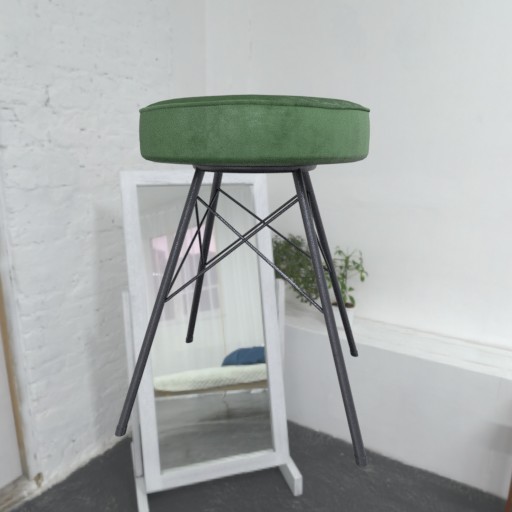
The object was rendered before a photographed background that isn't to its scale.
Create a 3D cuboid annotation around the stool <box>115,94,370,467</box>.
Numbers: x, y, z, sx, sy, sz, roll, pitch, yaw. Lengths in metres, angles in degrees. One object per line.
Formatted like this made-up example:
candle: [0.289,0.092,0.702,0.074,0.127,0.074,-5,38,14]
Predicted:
stool: [0.000,0.000,0.906,0.457,0.595,0.430,3,15,10]
